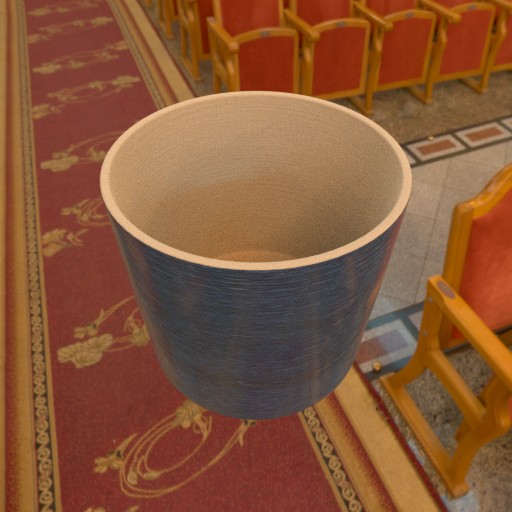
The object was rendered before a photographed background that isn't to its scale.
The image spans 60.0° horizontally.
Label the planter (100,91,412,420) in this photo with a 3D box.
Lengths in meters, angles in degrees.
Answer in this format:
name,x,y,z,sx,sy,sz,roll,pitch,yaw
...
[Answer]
name,x,y,z,sx,sy,sz,roll,pitch,yaw
planter,0.000,0.000,0.394,0.221,0.201,0.221,0,45,0
